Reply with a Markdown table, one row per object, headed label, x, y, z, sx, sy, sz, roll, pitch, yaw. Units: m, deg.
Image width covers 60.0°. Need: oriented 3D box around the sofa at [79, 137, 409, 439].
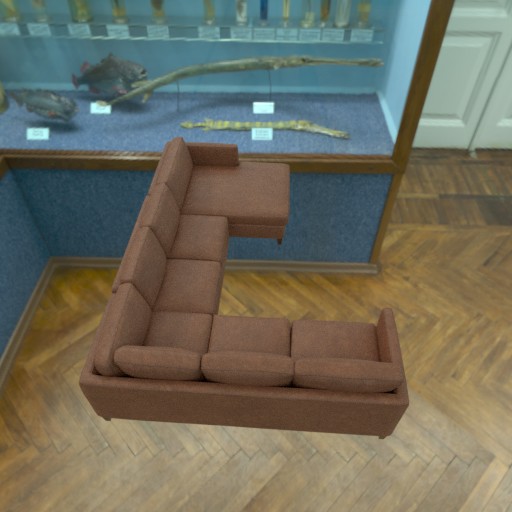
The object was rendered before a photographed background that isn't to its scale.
| label | x | y | z | sx | sy | sz | roll | pitch | yaw |
| --- | --- | --- | --- | --- | --- | --- | --- | --- | --- |
| sofa | 0.000 | 0.000 | 4.739 | 2.593 | 0.923 | 3.460 | 3 | 47 | 3 |
